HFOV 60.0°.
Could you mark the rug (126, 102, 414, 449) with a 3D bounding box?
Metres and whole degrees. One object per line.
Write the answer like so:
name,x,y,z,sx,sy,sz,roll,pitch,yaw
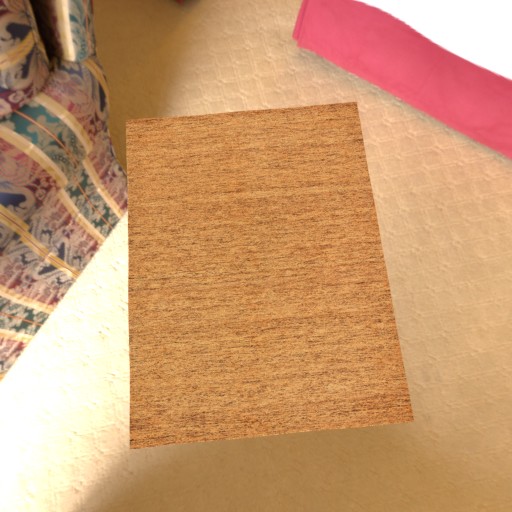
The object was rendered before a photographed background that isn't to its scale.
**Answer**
rug,0.000,0.000,4.225,2.438,0.012,3.200,-5,74,-1
